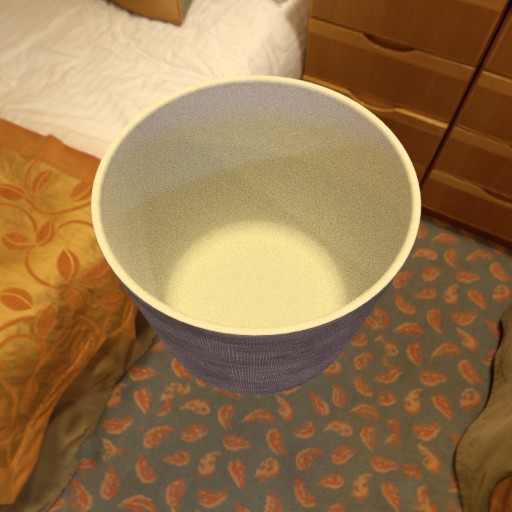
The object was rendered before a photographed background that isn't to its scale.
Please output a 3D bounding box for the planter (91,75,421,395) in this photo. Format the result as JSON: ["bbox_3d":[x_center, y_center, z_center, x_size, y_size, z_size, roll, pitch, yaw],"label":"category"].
[{"bbox_3d":[0.000,0.000,0.770,0.440,0.398,0.440,0,59,0],"label":"planter"}]
